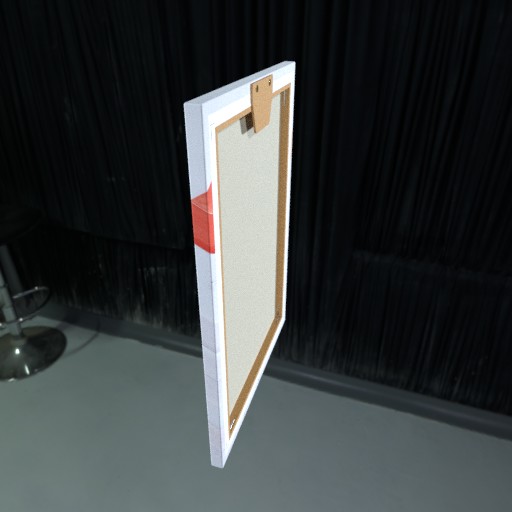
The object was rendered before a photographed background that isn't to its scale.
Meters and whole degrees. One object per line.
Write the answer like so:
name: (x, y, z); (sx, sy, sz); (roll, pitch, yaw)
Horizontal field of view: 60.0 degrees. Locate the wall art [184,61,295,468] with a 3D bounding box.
wall art: (0.000, 0.000, 1.121); (0.036, 0.848, 0.613); (9, 30, 15)
